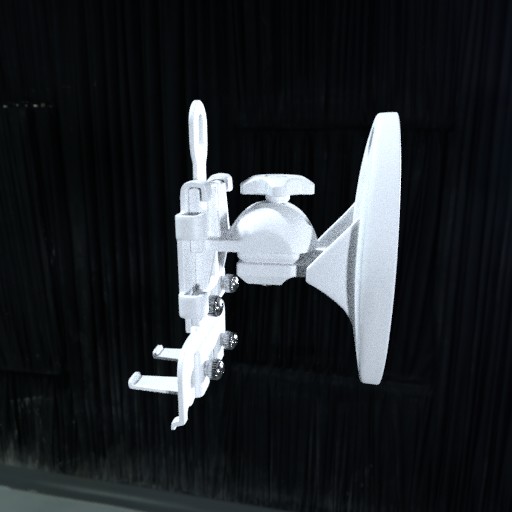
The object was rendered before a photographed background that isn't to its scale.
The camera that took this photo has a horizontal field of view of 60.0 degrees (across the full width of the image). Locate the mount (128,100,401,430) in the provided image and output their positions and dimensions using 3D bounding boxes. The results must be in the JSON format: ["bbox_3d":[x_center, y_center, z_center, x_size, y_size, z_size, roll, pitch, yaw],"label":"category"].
[{"bbox_3d":[0.000,0.000,0.176,0.100,0.118,0.066,2,15,9],"label":"mount"}]
